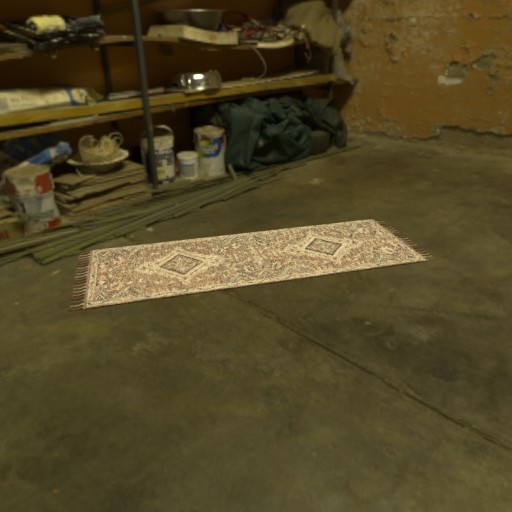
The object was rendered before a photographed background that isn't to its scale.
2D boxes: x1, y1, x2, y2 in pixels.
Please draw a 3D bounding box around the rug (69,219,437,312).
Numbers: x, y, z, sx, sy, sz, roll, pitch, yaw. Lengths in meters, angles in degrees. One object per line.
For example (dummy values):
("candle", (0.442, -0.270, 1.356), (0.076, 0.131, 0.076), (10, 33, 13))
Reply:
("rug", (0.000, 0.000, 2.946), (2.378, 0.018, 1.324), (0, 27, 0))
